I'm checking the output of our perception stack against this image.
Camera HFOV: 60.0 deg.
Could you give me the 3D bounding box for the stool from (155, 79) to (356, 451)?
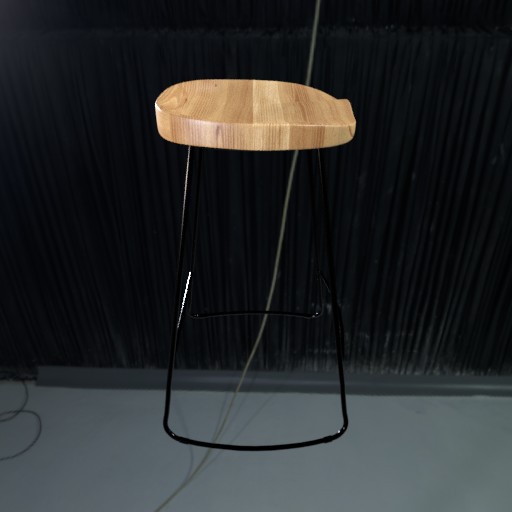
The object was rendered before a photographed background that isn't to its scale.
[{"bbox_3d":[0.000,0.000,0.971,0.401,0.679,0.480,0,30,0],"label":"stool"}]
